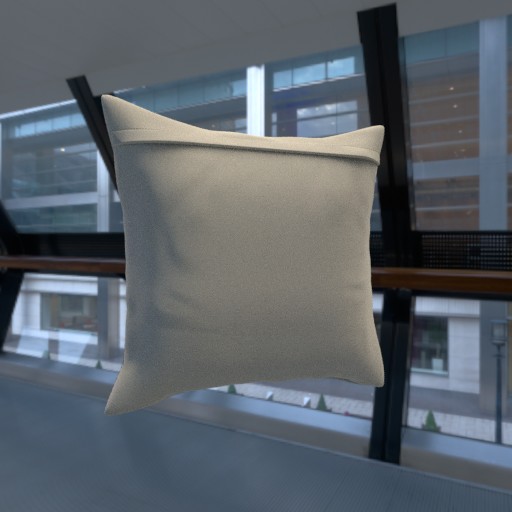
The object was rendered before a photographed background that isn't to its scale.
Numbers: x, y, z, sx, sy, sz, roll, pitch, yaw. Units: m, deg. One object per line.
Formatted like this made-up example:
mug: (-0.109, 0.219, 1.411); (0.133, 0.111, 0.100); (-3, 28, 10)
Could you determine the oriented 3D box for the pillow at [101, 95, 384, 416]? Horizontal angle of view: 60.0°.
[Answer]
pillow: (0.000, 0.000, 0.704); (0.463, 0.454, 0.160); (0, 0, -18)
